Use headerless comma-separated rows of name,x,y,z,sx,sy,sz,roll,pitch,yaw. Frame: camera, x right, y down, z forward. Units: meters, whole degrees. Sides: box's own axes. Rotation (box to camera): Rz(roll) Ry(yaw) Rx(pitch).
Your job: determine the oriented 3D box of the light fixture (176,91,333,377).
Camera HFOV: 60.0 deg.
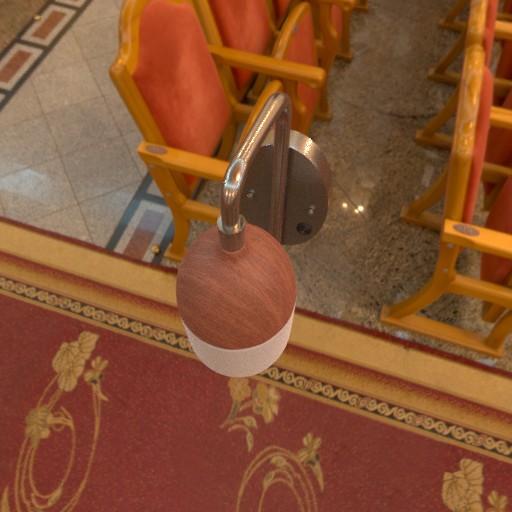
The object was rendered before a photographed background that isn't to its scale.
light fixture,0.000,0.000,0.442,0.108,0.343,0.216,16,61,9
